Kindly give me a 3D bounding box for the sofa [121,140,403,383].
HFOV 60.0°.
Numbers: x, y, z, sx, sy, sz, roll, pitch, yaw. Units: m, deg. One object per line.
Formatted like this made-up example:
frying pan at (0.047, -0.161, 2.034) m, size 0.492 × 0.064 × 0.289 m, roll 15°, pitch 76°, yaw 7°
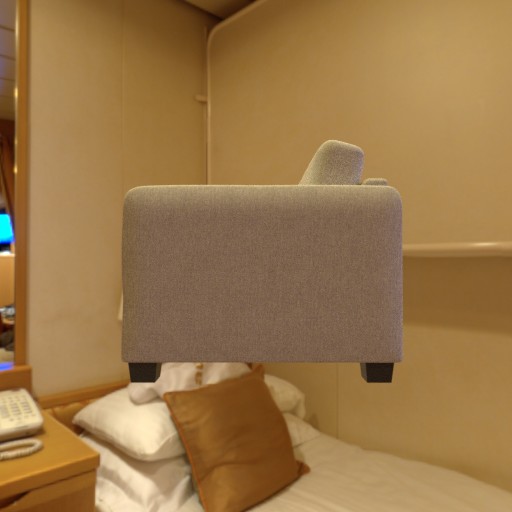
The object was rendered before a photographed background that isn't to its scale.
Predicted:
sofa at (0.000, 0.000, 2.091) m, size 0.900 × 0.800 × 1.540 m, roll 0°, pitch -1°, yaw 0°
